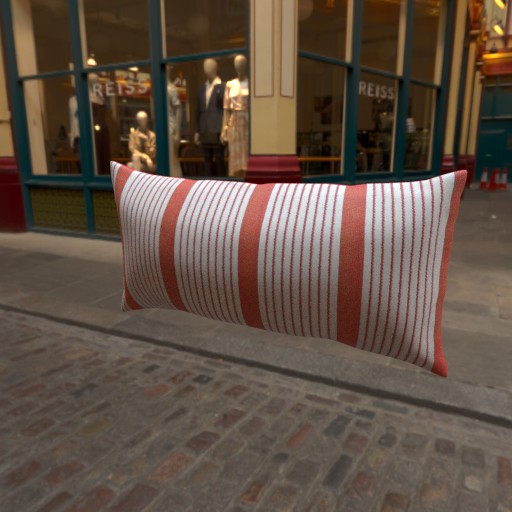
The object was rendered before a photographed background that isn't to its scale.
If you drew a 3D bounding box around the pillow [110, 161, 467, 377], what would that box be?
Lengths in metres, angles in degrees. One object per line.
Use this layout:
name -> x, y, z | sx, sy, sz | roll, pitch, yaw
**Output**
pillow -> 0.000, 0.000, 0.728 | 0.608, 0.297, 0.151 | 7, 15, 25
